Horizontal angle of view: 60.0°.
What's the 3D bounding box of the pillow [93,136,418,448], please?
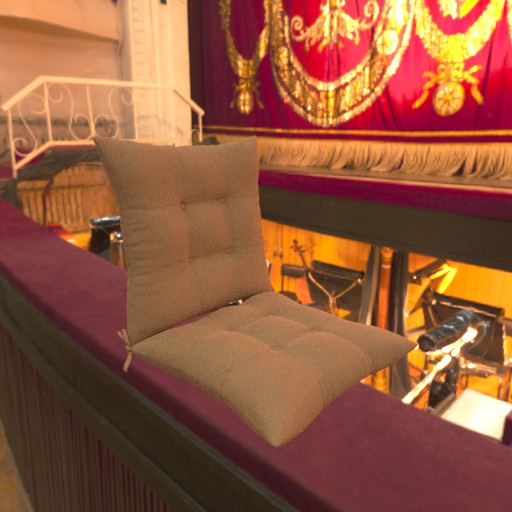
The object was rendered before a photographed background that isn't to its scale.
[{"bbox_3d":[0.000,0.000,1.018,0.585,0.536,0.541,14,20,43],"label":"pillow"}]
